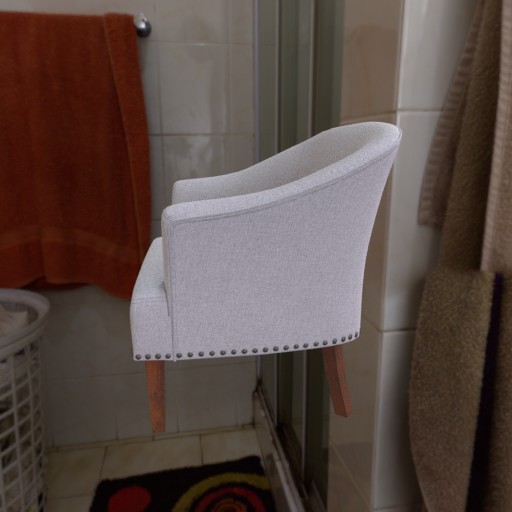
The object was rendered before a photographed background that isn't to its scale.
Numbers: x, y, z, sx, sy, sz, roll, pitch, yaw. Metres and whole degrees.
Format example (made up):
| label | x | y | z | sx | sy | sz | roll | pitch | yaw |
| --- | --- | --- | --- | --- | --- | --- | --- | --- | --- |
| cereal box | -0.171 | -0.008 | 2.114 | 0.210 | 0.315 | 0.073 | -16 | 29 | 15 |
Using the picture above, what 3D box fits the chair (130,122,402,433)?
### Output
| label | x | y | z | sx | sy | sz | roll | pitch | yaw |
| --- | --- | --- | --- | --- | --- | --- | --- | --- | --- |
| chair | 0.000 | 0.000 | 1.403 | 0.704 | 0.815 | 0.798 | -2 | 14 | -8 |
